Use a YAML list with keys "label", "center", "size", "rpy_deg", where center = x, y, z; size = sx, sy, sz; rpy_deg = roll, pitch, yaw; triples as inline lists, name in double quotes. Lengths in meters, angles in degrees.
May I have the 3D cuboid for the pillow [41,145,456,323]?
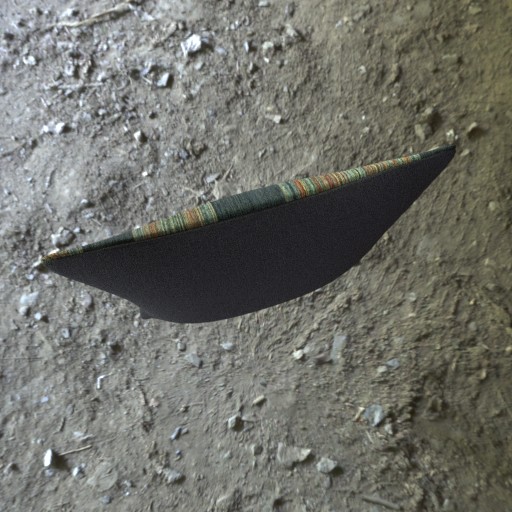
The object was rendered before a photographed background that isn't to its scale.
- label: "pillow"
  center: [0.000, 0.000, 0.634]
  size: [0.437, 0.419, 0.136]
  rpy_deg: [-16, 76, -4]
